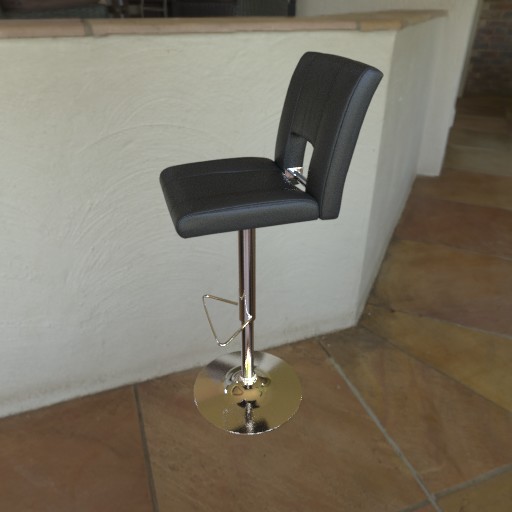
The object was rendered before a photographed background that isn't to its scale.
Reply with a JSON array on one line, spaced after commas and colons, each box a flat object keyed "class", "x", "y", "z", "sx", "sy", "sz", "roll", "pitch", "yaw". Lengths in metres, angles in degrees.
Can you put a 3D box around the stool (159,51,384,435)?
[{"class": "stool", "x": 0.000, "y": 0.000, "z": 1.404, "sx": 0.520, "sy": 1.151, "sz": 0.415, "roll": -9, "pitch": 31, "yaw": -15}]
